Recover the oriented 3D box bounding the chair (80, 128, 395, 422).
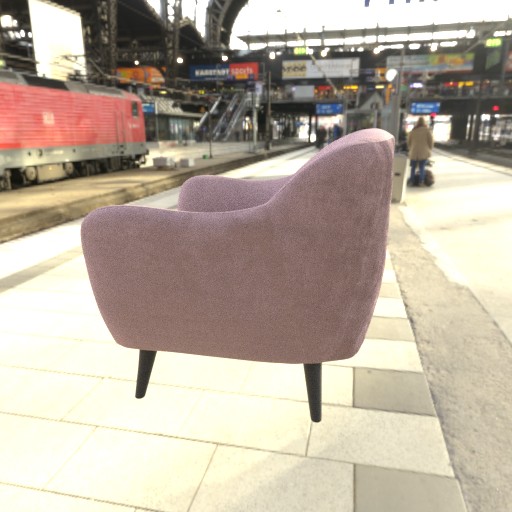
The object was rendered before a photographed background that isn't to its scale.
[{"bbox_3d":[0.000,0.000,1.484,0.820,0.820,0.840,3,16,10],"label":"chair"}]
